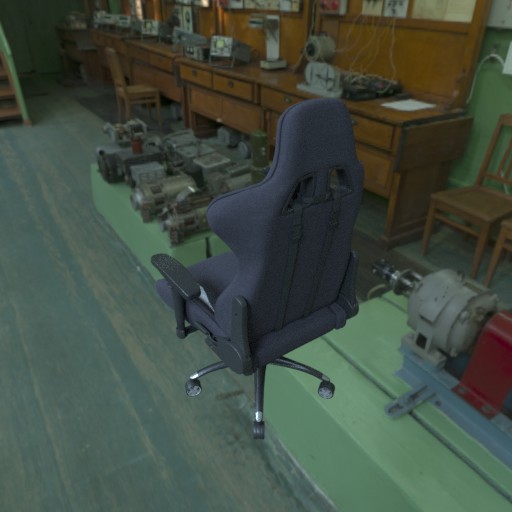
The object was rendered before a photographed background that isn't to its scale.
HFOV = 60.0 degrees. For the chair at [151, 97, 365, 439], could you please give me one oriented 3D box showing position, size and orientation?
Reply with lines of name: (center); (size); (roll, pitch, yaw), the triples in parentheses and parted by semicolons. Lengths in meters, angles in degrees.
chair: (0.000, 0.000, 1.753); (0.730, 1.300, 0.695); (-20, 37, -29)
